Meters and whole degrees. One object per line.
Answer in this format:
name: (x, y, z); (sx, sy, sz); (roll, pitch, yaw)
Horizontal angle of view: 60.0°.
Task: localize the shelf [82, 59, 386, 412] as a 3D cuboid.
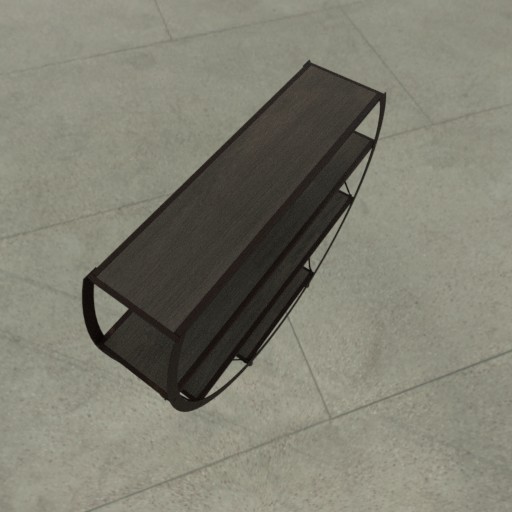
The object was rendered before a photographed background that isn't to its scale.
shelf: (0.000, 0.000, 1.914); (0.344, 1.063, 1.403); (31, 64, 17)
